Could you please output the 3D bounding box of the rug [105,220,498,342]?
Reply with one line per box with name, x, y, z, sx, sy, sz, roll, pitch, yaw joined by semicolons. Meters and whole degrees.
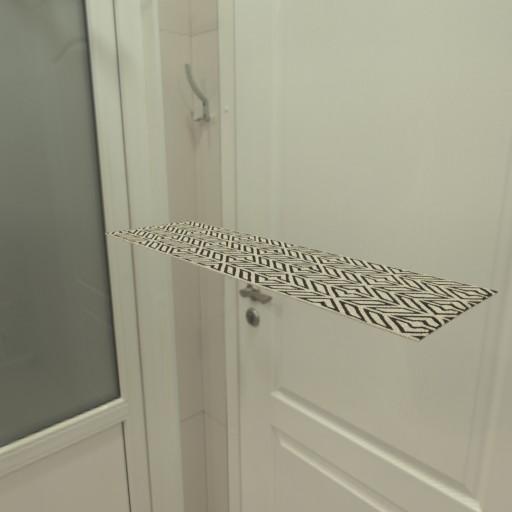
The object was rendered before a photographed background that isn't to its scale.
rug;0.000;0.000;2.629;0.750;0.009;2.435;-14;20;-41
